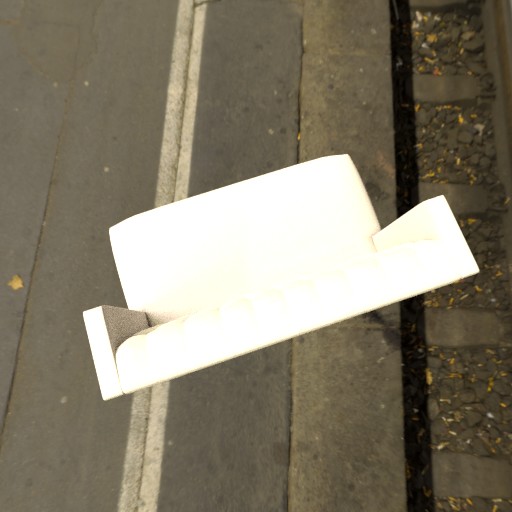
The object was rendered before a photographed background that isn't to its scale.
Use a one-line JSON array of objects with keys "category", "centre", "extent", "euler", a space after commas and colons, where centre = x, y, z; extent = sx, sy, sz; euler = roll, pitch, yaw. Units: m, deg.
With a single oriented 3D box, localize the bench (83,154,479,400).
[{"category": "bench", "centre": [0.000, 0.000, 2.018], "extent": [1.280, 1.123, 0.847], "euler": [-18, 76, -5]}]
